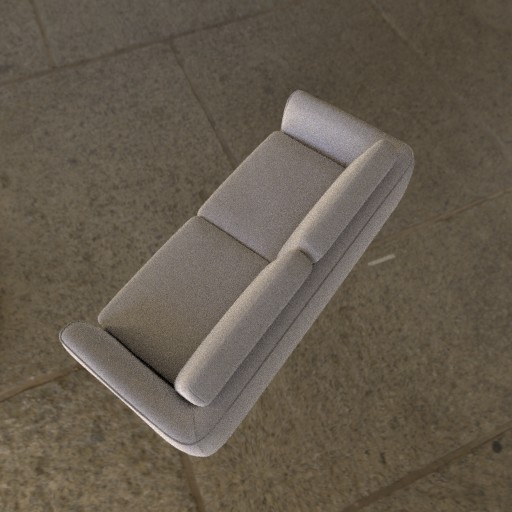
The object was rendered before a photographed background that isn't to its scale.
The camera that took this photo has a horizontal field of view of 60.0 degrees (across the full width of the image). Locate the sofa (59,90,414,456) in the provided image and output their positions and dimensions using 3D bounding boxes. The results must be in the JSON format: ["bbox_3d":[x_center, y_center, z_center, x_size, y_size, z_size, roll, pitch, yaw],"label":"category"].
[{"bbox_3d":[0.000,0.000,2.448,0.920,0.850,2.000,34,68,16],"label":"sofa"}]
